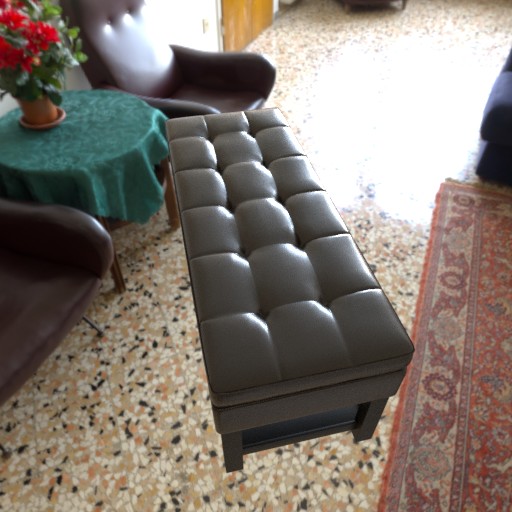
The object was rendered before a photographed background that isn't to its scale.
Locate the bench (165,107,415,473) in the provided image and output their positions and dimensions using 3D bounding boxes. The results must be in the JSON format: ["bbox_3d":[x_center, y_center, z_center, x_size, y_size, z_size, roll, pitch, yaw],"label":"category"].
[{"bbox_3d":[0.000,0.000,1.390,0.432,0.460,1.105,-9,45,-9],"label":"bench"}]
